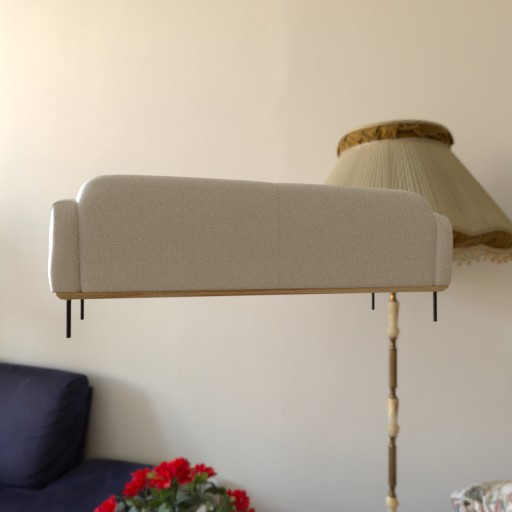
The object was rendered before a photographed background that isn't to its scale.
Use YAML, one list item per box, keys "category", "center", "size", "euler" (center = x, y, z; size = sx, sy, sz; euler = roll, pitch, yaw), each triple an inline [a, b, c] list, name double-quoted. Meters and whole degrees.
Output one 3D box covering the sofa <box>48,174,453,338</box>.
- category: "sofa"
  center: [0.000, 0.000, 2.674]
  size: [2.257, 0.780, 0.880]
  euler: [0, -1, -17]
